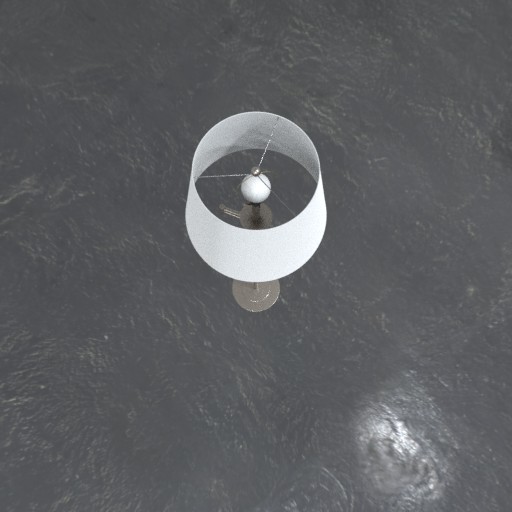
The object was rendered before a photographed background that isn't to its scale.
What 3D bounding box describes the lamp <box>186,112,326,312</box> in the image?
[{"bbox_3d":[0.000,0.000,1.582,0.355,1.473,0.355,0,77,0],"label":"lamp"}]
